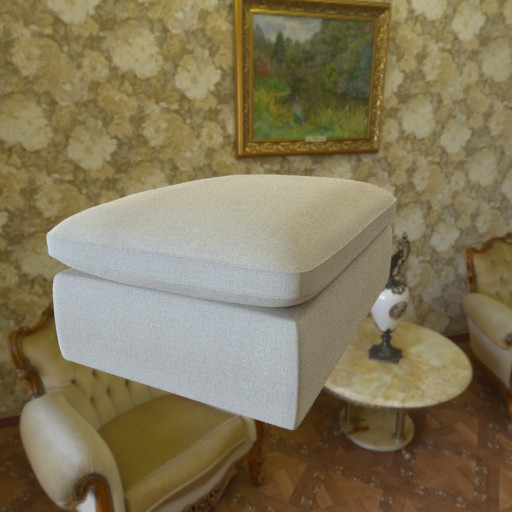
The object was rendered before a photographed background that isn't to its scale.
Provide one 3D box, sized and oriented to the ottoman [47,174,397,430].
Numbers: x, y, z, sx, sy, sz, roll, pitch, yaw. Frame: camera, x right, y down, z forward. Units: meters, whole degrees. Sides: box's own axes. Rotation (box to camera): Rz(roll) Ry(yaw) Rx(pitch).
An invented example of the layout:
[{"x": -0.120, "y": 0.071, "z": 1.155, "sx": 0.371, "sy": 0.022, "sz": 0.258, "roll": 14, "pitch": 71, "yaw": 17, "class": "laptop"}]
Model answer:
[{"x": 0.000, "y": 0.000, "z": 1.351, "sx": 0.686, "sy": 0.453, "sz": 0.984, "roll": 8, "pitch": 18, "yaw": 25, "class": "ottoman"}]
